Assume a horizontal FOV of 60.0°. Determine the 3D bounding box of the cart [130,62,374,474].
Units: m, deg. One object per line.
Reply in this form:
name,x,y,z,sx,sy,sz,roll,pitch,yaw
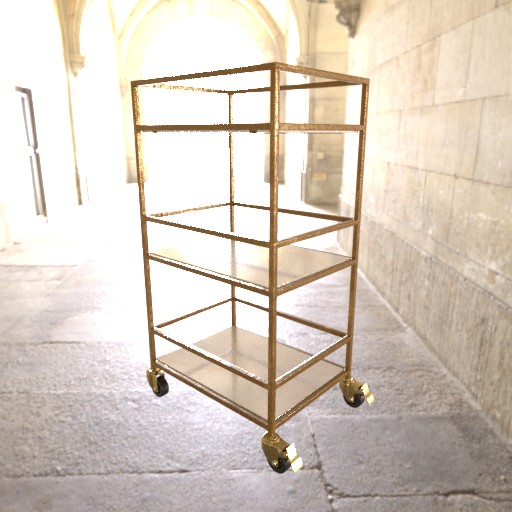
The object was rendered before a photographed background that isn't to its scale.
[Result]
cart,0.000,0.000,1.019,0.483,0.761,0.332,14,21,40
